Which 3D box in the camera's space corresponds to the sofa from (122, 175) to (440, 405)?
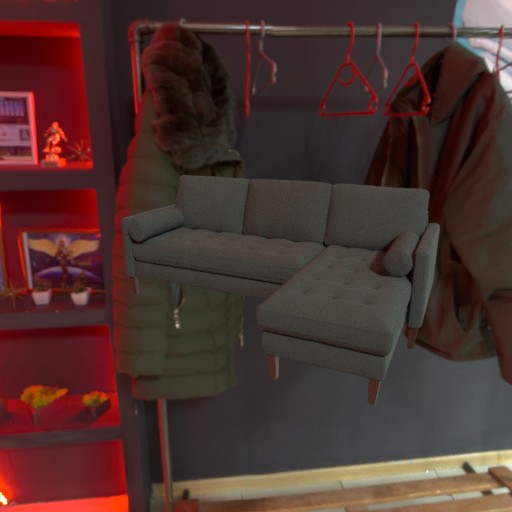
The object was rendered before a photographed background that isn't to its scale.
[{"bbox_3d":[0.000,0.000,2.975,2.178,0.876,1.506,8,19,24],"label":"sofa"}]
